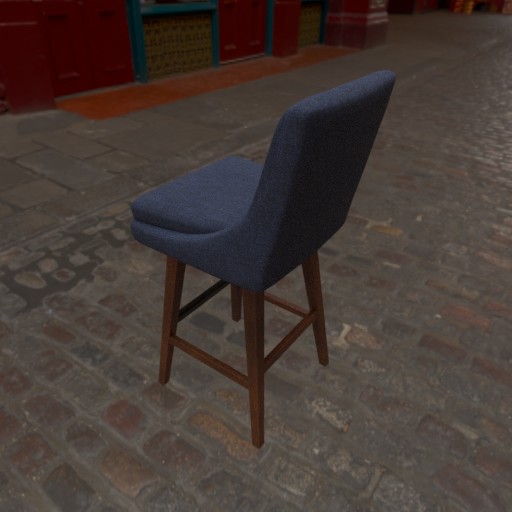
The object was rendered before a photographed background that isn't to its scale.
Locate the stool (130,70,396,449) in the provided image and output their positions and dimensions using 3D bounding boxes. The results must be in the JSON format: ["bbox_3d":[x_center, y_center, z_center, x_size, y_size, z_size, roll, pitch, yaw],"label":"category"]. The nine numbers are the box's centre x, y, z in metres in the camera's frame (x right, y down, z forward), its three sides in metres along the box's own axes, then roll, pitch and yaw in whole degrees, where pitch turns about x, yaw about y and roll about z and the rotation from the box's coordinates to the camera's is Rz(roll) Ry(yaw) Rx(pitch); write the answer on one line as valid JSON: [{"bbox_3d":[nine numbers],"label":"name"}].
[{"bbox_3d":[0.000,0.000,1.356,0.572,1.068,0.489,22,39,30],"label":"stool"}]
